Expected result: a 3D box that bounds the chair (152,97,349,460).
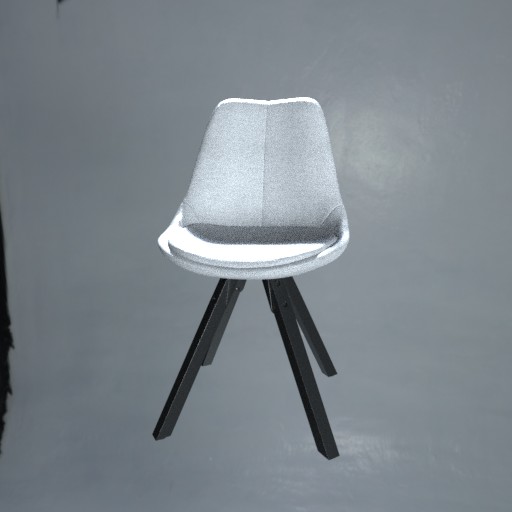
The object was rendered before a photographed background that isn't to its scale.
[{"bbox_3d":[0.000,0.000,1.191,0.485,0.850,0.550,2,14,9],"label":"chair"}]
